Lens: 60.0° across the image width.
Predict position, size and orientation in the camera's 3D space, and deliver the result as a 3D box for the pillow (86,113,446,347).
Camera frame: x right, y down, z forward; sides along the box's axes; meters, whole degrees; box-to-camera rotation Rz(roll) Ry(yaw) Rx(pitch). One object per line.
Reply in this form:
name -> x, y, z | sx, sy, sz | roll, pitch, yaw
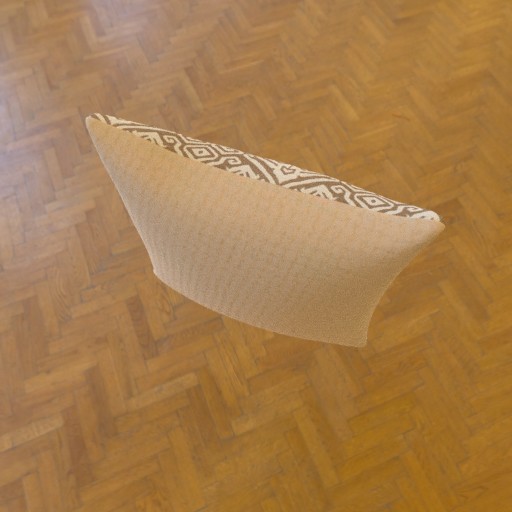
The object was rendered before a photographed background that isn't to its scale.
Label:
pillow -> 0.000, 0.000, 0.650 | 0.419, 0.407, 0.173 | 18, 64, 9
